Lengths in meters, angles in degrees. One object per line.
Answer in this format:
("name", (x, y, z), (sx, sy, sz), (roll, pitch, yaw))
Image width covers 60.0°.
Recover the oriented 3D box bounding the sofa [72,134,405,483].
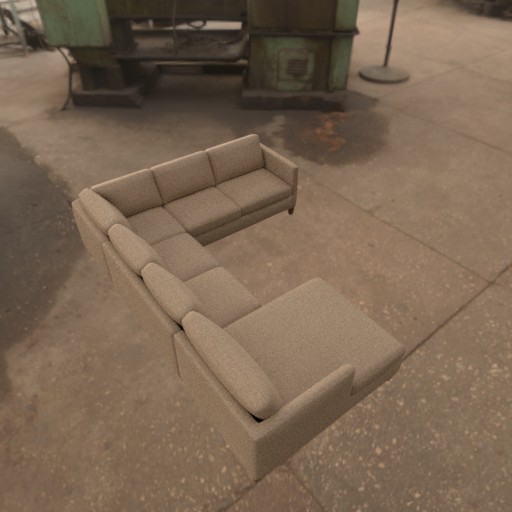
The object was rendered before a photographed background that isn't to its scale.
("sofa", (0.000, 0.000, 4.511), (2.551, 0.889, 3.403), (-26, 47, -27))
